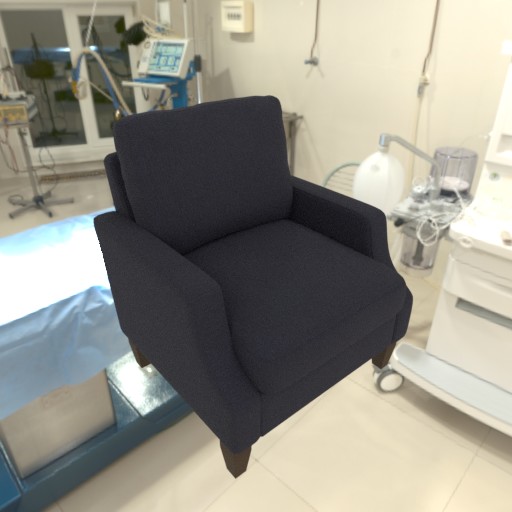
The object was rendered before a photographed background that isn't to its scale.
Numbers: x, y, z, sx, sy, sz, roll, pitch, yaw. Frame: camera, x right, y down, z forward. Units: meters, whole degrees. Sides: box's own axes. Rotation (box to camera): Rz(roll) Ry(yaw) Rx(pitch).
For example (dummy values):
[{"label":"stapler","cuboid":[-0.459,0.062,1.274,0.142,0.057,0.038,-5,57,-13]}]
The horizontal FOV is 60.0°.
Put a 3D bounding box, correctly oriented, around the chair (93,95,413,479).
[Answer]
[{"label":"chair","cuboid":[0.000,0.000,1.605,0.855,0.991,0.897,-23,37,-34]}]
